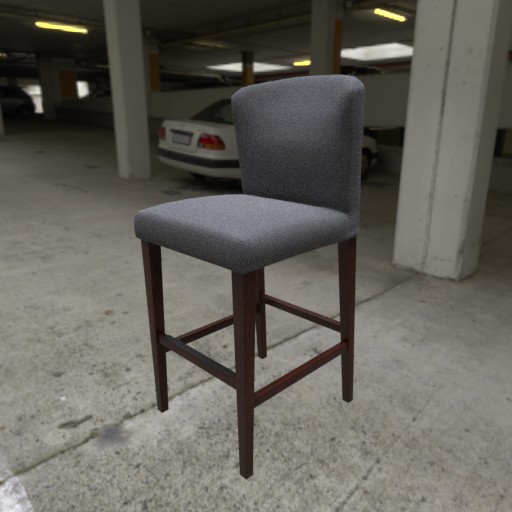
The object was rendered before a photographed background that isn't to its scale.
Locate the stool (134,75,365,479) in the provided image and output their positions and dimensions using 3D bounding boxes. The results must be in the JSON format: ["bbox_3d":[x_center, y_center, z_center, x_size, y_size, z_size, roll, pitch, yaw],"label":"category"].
[{"bbox_3d":[0.000,0.000,1.370,0.486,1.069,0.568,16,24,42],"label":"stool"}]
